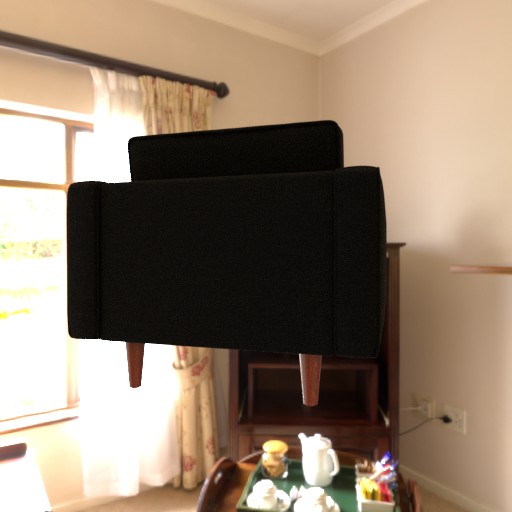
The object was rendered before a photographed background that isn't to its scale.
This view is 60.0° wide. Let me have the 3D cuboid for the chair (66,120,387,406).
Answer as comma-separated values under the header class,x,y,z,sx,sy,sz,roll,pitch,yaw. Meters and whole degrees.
class,x,y,z,sx,sy,sz,roll,pitch,yaw
chair,0.000,0.000,1.588,0.899,0.770,0.920,0,0,17
